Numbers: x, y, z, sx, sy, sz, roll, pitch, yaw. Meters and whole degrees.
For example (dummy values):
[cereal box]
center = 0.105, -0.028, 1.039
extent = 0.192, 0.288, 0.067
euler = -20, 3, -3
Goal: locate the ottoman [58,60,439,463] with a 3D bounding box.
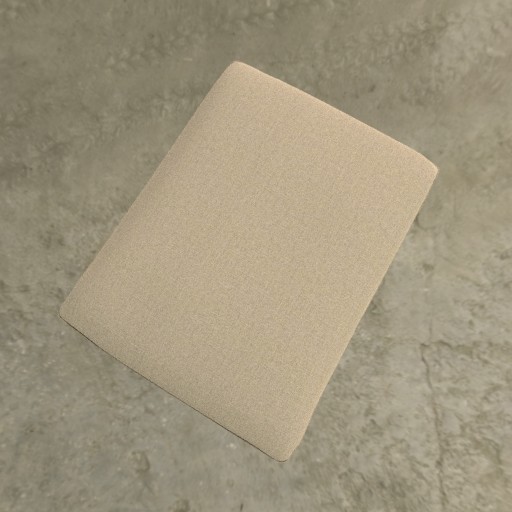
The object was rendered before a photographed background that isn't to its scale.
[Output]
[ottoman]
center = 0.000, 0.000, 1.035
extent = 0.541, 0.463, 0.684
euler = 30, 79, 7
